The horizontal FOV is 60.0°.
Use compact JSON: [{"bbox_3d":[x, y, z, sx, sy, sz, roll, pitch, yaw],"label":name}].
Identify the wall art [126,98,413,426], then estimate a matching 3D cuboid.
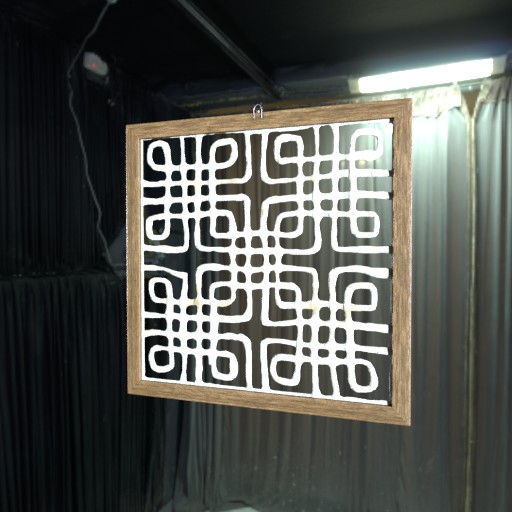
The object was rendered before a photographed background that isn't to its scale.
[{"bbox_3d":[0.000,0.000,0.847,0.561,0.582,0.021,0,1,18],"label":"wall art"}]
